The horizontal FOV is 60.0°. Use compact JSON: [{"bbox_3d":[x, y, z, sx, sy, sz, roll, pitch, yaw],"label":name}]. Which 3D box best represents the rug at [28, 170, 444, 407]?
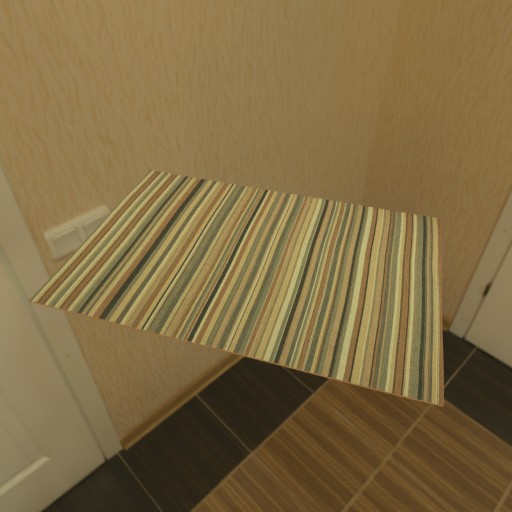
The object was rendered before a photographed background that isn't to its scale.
[{"bbox_3d":[0.000,0.000,2.281,1.829,0.008,1.219,11,43,13],"label":"rug"}]
